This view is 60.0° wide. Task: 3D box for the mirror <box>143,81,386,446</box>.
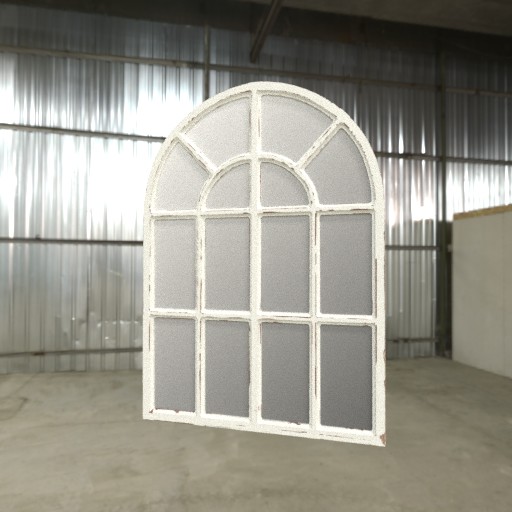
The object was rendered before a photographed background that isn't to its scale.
[{"bbox_3d":[0.000,0.000,1.181,0.660,0.920,0.032,0,-1,17],"label":"mirror"}]
